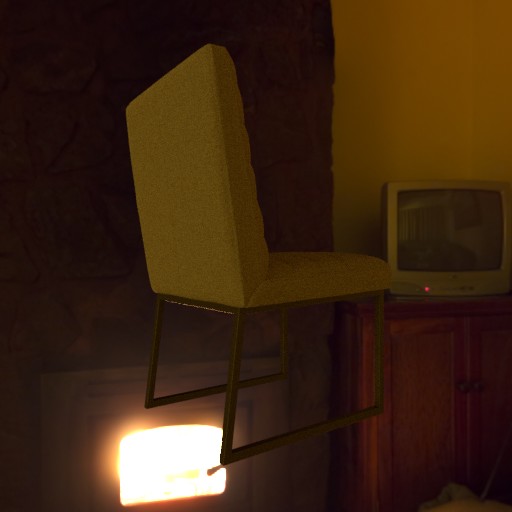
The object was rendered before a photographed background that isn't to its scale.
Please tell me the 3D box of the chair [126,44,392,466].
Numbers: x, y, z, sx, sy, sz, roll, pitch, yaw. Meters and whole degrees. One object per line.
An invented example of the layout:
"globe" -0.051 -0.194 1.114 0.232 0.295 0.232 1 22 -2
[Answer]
"chair" 0.000 0.000 1.319 0.634 0.930 0.520 0 0 -36
